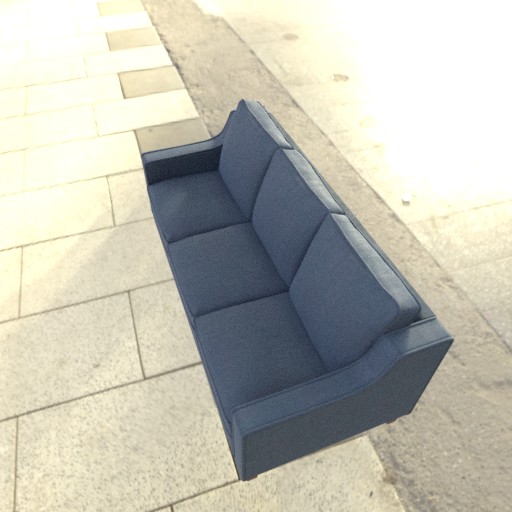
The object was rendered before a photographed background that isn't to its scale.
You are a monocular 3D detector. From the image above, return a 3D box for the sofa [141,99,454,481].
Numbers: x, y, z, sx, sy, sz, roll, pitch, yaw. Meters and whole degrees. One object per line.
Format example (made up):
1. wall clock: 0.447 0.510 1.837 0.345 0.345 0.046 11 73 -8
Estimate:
1. sofa: 0.000 0.000 2.490 0.911 0.974 1.986 -15 48 -14
